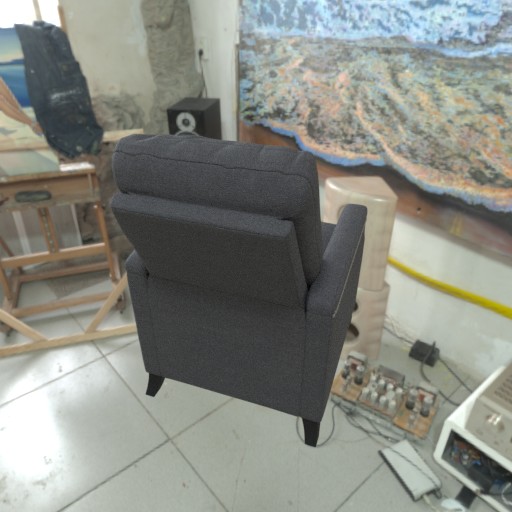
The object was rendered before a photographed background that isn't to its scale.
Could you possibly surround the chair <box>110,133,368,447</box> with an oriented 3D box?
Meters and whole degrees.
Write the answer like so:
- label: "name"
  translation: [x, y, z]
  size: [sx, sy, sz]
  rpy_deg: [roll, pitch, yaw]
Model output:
- label: "chair"
  translation: [0.000, 0.000, 1.645]
  size: [0.710, 1.049, 0.922]
  rpy_deg: [11, 33, 17]
